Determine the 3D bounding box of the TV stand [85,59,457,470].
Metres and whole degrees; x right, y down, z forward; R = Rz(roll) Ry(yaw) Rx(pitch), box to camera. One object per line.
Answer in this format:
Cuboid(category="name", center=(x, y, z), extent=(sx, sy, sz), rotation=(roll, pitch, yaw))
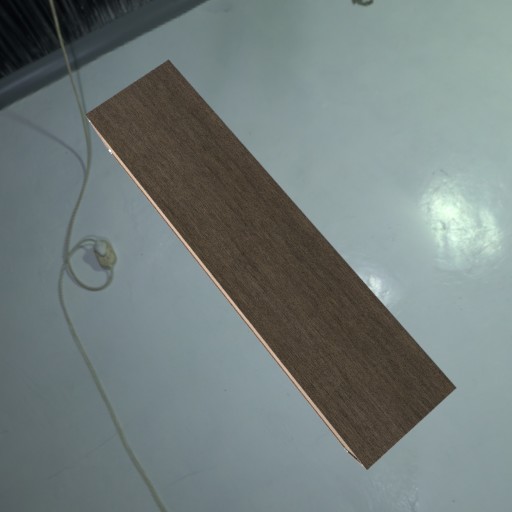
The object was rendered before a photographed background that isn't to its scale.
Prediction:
Cuboid(category="TV stand", center=(0.000, 0.000, 1.651), extent=(0.366, 0.409, 1.482), rotation=(-38, 79, -9))
